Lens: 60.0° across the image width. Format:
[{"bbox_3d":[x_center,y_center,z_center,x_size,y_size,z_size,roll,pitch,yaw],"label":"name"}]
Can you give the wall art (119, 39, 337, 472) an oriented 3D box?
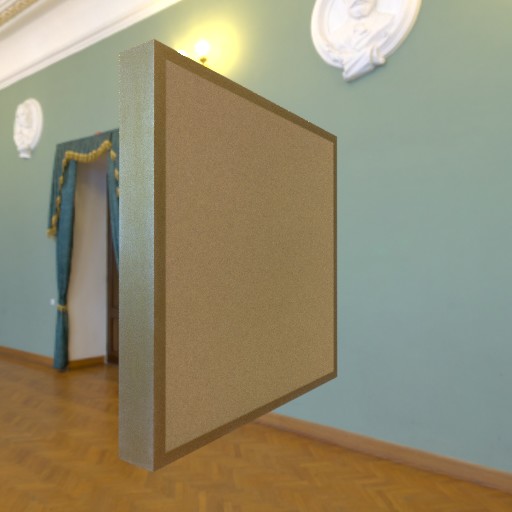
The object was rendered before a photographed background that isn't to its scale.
[{"bbox_3d":[0.000,0.000,0.447,0.038,0.305,0.306,0,0,35],"label":"wall art"}]
